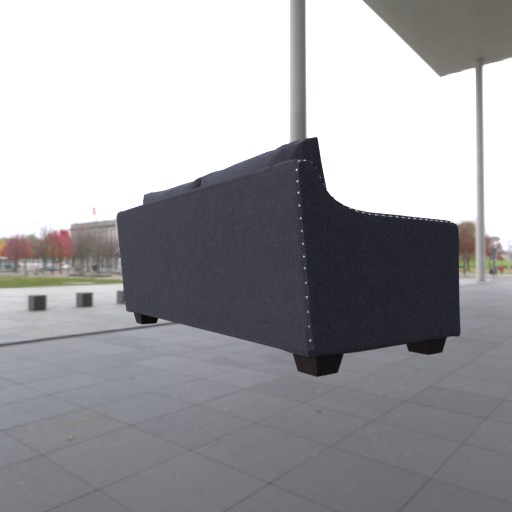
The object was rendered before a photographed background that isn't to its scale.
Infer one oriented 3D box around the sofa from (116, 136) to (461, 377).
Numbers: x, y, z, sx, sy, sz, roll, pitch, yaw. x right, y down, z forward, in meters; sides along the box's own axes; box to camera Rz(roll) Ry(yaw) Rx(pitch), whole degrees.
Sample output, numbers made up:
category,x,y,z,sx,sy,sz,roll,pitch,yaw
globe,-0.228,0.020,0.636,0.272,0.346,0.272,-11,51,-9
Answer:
category,x,y,z,sx,sy,sz,roll,pitch,yaw
sofa,0.000,0.000,3.368,1.336,1.196,2.550,1,-1,-35
